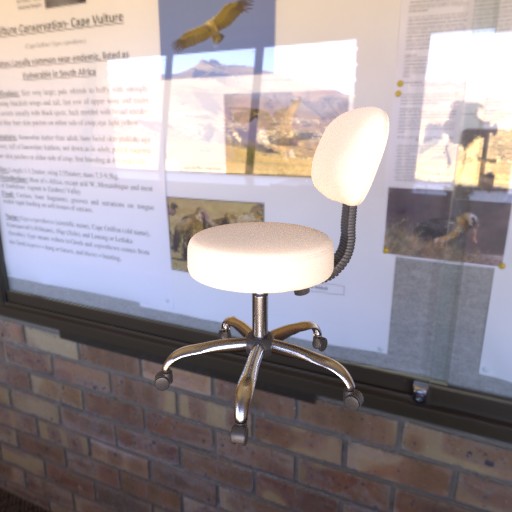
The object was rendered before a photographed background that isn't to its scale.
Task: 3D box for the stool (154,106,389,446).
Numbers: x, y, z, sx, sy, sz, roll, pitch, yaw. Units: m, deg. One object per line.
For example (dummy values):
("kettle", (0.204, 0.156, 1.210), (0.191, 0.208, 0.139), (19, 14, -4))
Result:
("stool", (0.000, 0.000, 1.268), (0.616, 0.810, 0.609), (-2, 16, -7))
